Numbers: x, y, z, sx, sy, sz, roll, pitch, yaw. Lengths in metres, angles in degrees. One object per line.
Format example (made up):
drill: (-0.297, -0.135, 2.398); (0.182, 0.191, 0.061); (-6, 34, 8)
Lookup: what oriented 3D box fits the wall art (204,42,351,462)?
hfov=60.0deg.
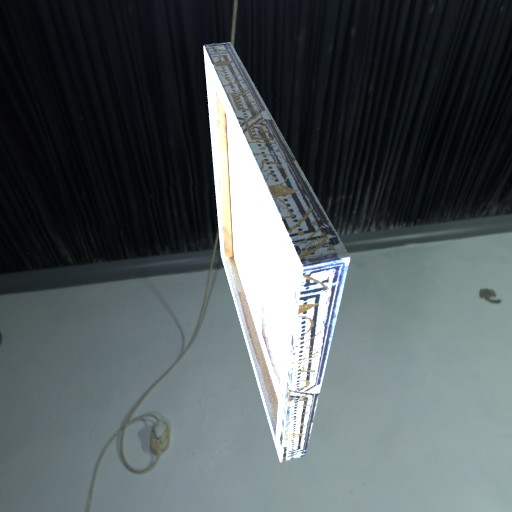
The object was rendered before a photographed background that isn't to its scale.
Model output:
wall art: (0.000, 0.000, 0.608); (0.038, 0.410, 0.411); (-11, 48, -10)
